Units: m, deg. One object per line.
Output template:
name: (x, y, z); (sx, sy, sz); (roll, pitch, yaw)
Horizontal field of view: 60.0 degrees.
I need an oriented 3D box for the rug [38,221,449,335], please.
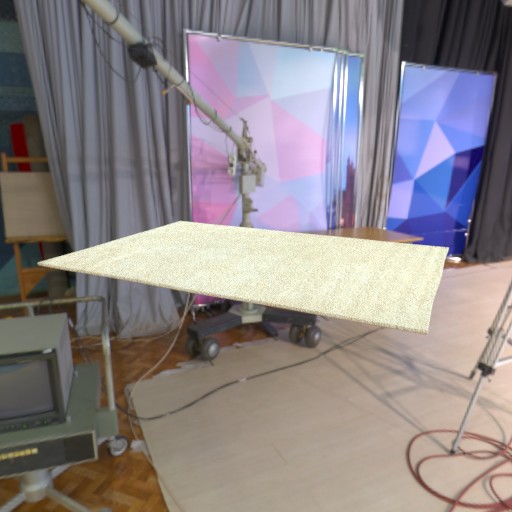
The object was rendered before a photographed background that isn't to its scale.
rug: (0.000, 0.000, 3.475); (2.699, 0.025, 1.800); (7, 17, 25)
